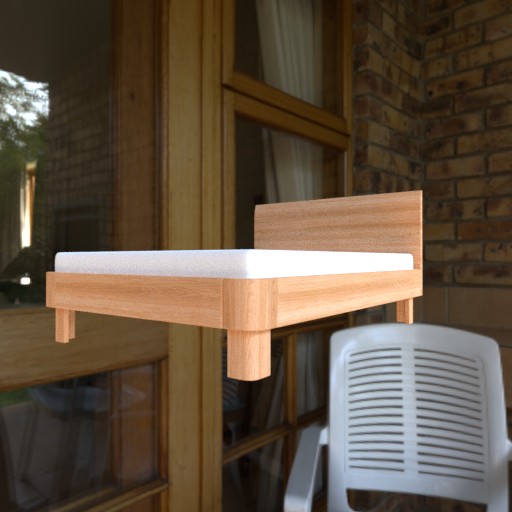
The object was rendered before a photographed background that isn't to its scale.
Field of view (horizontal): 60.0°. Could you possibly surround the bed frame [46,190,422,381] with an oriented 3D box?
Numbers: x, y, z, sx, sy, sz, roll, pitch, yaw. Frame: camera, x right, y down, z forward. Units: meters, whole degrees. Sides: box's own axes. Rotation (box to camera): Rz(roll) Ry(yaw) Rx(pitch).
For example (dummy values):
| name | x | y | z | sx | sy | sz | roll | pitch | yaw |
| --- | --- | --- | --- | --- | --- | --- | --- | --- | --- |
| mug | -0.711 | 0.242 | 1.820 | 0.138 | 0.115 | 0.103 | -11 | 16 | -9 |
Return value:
| name | x | y | z | sx | sy | sz | roll | pitch | yaw |
| --- | --- | --- | --- | --- | --- | --- | --- | --- | --- |
| bed frame | 0.000 | 0.000 | 2.800 | 1.472 | 0.940 | 1.992 | 0 | 0 | 37 |
